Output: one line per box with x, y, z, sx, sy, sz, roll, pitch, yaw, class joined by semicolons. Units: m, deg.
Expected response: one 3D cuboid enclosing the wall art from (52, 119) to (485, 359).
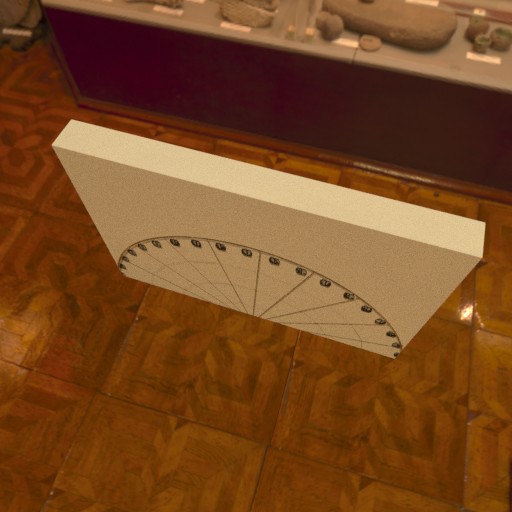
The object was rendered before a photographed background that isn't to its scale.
0.000;0.000;0.494;0.384;0.254;0.039;16;61;9;wall art
